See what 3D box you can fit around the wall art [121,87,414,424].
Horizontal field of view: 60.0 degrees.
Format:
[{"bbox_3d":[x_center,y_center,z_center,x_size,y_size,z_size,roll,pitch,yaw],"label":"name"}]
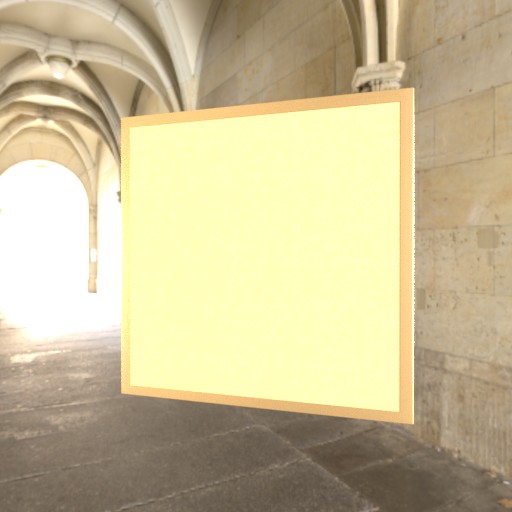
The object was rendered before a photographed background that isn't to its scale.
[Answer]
[{"bbox_3d":[0.000,0.000,0.456,0.305,0.305,0.023,0,0,17],"label":"wall art"}]
